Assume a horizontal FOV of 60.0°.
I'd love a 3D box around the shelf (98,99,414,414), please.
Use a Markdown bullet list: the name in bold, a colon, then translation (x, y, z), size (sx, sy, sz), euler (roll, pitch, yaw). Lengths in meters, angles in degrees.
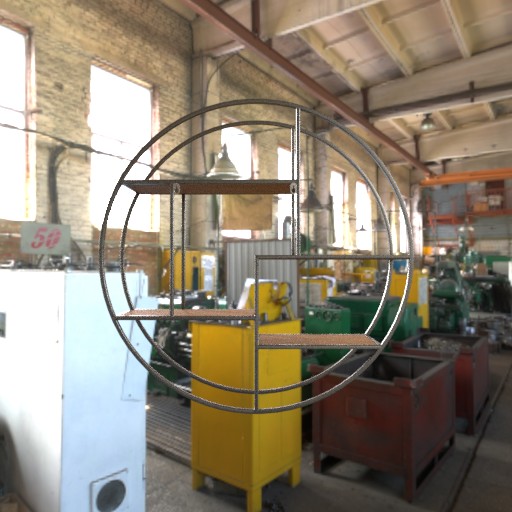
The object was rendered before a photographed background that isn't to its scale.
- **shelf**: translation (0.000, 0.000, 1.347), size (0.888, 0.888, 0.202), euler (0, -1, 1)
